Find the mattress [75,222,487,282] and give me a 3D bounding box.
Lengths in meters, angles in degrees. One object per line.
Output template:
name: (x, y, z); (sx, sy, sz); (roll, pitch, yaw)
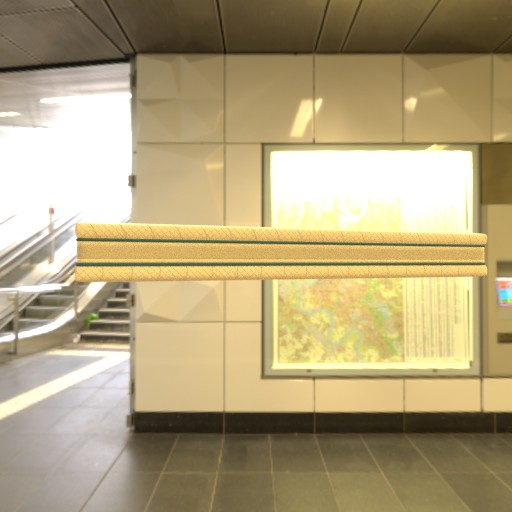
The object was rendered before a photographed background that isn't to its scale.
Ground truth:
mattress: (0.000, 0.000, 2.730); (2.000, 0.230, 1.600); (0, -1, -20)
